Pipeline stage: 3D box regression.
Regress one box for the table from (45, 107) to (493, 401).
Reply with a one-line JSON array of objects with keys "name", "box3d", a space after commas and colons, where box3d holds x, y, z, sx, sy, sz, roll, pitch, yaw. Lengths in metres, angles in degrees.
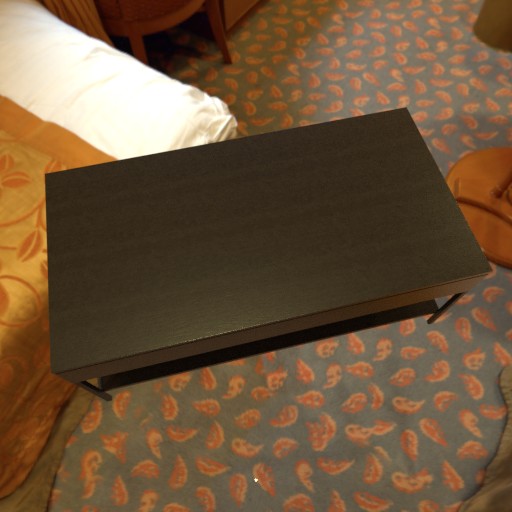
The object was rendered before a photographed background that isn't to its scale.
[{"name": "table", "box3d": [0.000, 0.000, 1.382, 1.095, 0.435, 0.574, -12, 64, -6]}]
